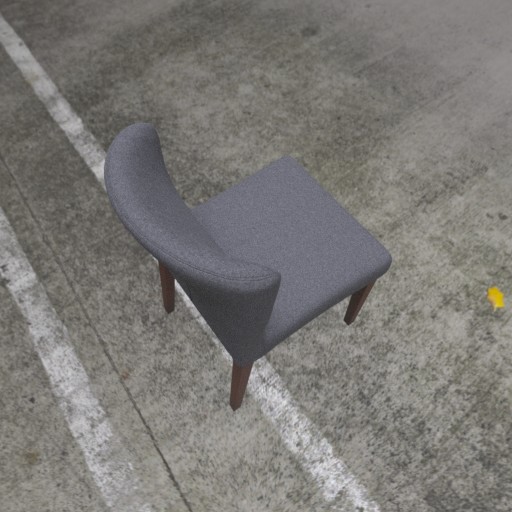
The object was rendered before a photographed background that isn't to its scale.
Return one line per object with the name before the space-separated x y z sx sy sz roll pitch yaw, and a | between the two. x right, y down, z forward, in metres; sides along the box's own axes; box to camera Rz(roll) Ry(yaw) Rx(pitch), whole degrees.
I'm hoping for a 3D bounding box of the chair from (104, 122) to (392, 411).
chair | 0.000 0.000 1.220 0.592 0.839 0.491 -32 64 -18
